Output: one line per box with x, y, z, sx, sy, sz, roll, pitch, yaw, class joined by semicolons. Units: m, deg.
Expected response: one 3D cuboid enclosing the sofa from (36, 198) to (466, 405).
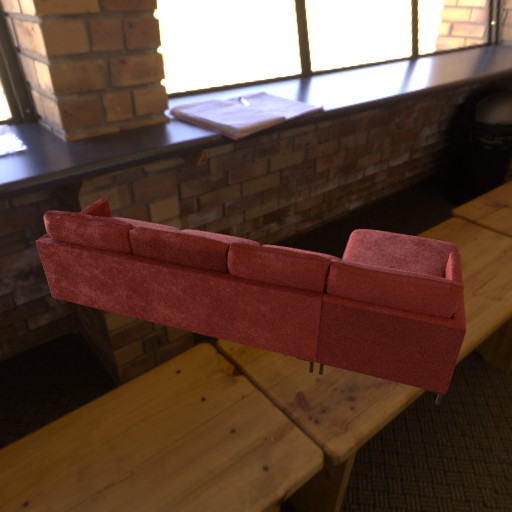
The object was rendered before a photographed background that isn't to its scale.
0.000;0.000;3.951;3.400;0.967;1.500;10;33;16;sofa
